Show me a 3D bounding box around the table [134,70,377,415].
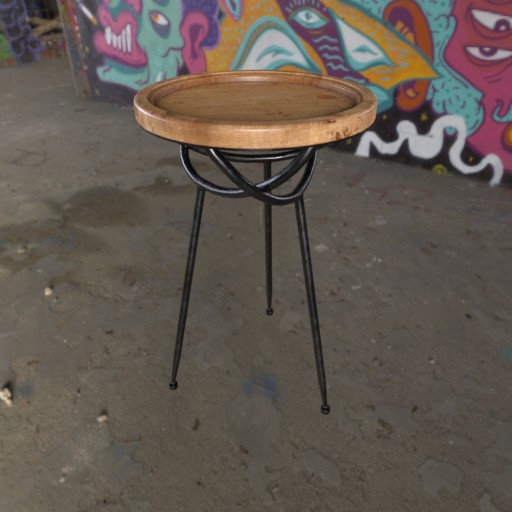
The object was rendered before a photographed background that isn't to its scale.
[{"bbox_3d":[0.000,0.000,0.935,0.414,0.664,0.418,-21,38,-30],"label":"table"}]
